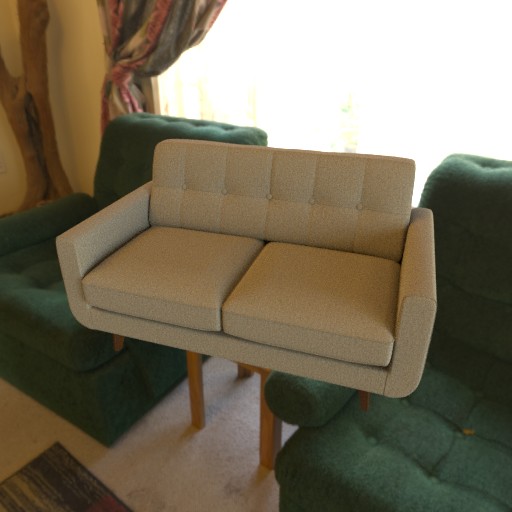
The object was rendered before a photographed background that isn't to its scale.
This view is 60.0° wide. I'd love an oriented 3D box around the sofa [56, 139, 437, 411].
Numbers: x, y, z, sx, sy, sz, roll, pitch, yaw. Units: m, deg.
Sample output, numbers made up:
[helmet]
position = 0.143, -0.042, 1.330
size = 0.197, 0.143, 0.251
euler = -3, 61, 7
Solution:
[sofa]
position = 0.000, 0.000, 2.235
size = 1.651, 0.925, 0.952
euler = 9, 29, 16
